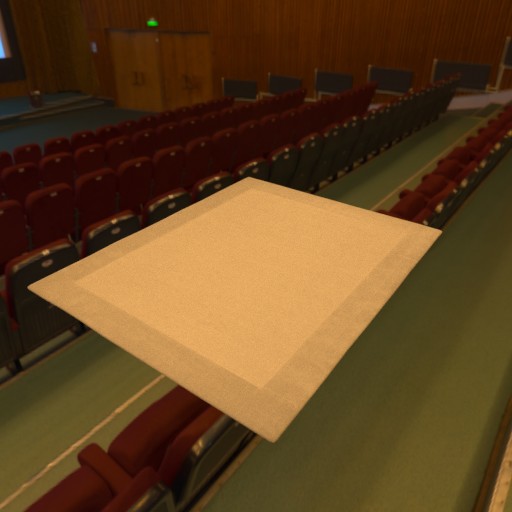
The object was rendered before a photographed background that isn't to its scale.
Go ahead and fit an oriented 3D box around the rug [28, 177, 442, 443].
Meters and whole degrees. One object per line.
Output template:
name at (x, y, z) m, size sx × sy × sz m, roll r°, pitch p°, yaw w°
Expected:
rug at (0.000, 0.000, 3.992) m, size 2.430 × 0.018 × 2.976 m, roll 21°, pitch 37°, yaw 30°
